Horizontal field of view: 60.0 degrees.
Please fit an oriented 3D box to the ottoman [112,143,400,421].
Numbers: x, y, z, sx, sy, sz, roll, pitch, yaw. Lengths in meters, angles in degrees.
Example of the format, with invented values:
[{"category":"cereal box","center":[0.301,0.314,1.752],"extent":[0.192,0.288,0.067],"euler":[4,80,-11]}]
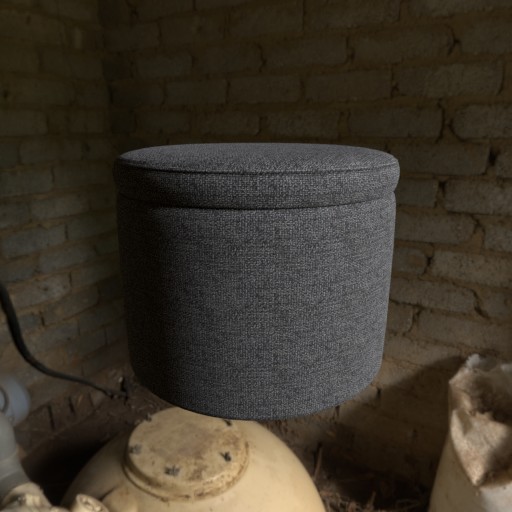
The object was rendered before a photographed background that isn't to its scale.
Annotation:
[{"category":"ottoman","center":[0.000,0.000,0.886],"extent":[0.520,0.430,0.520],"euler":[0,17,0]}]
